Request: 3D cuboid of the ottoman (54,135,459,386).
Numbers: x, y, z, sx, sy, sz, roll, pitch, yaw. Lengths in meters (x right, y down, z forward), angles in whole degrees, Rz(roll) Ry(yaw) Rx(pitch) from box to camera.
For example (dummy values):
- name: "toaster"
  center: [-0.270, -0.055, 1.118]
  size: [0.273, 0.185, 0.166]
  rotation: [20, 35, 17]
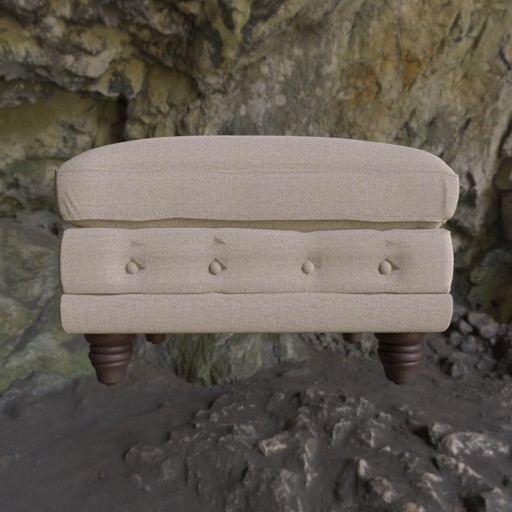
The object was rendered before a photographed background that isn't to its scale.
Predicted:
- name: "ottoman"
  center: [0.000, 0.000, 0.989]
  size: [0.684, 0.463, 0.541]
  rotation: [0, 0, -1]
